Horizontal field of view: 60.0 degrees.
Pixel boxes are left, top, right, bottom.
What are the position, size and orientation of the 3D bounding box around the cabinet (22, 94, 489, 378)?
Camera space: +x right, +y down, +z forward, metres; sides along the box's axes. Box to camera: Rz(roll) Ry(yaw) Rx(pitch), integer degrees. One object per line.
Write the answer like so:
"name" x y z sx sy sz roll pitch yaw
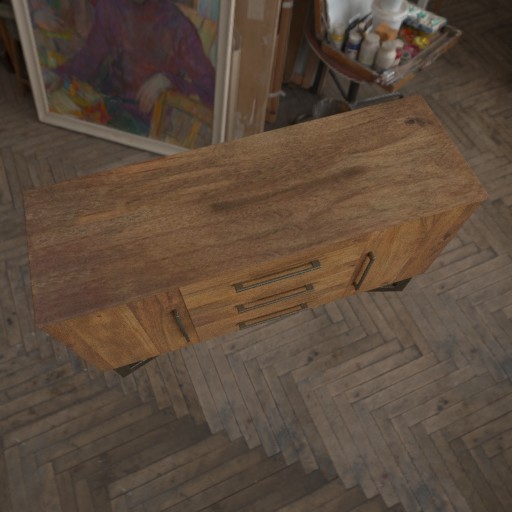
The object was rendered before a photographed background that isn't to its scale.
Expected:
"cabinet" 0.000 0.000 1.730 1.373 0.812 0.480 -16 64 -8
